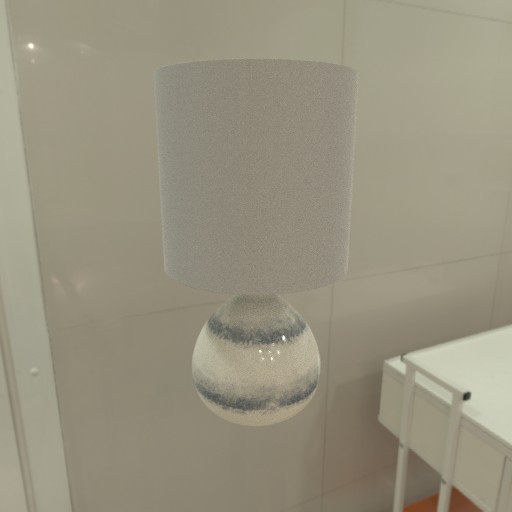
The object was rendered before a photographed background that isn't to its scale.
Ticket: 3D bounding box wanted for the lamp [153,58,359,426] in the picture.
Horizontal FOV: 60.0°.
[{"bbox_3d":[0.000,0.000,0.531,0.216,0.404,0.216,-7,17,-26],"label":"lamp"}]
